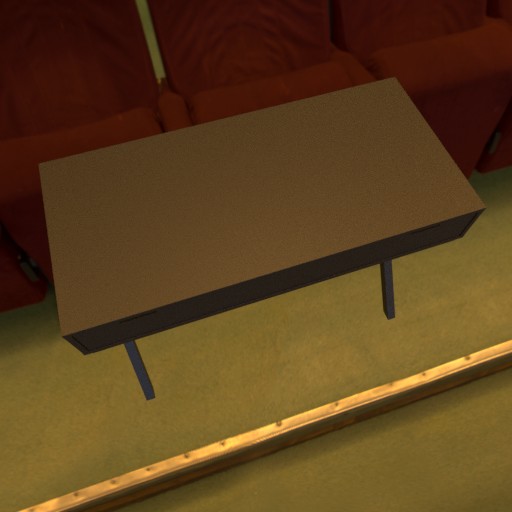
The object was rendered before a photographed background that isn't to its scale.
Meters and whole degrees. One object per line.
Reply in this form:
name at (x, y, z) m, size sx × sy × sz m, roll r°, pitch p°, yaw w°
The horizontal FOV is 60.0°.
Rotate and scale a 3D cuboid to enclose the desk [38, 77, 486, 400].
desk at (0.000, 0.000, 1.494) m, size 1.057 × 0.780 × 0.504 m, roll -16°, pitch 63°, yaw -9°
